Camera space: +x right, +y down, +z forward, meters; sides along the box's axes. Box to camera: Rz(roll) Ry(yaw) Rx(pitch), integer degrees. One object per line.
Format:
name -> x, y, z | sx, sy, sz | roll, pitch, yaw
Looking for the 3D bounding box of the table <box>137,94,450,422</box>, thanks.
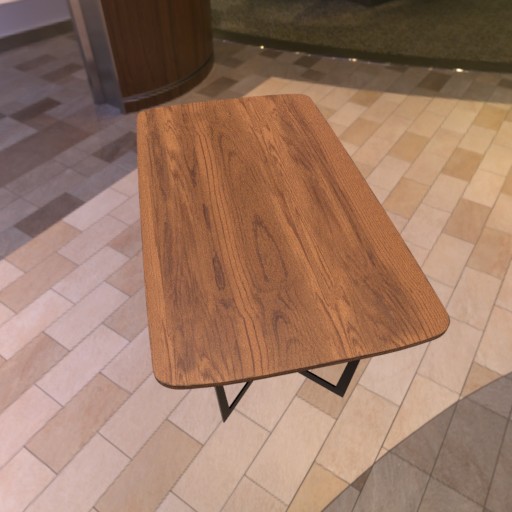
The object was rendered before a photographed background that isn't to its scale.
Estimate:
table -> 0.000, 0.000, 2.112 | 0.949, 0.765, 1.643 | -9, 47, -8
